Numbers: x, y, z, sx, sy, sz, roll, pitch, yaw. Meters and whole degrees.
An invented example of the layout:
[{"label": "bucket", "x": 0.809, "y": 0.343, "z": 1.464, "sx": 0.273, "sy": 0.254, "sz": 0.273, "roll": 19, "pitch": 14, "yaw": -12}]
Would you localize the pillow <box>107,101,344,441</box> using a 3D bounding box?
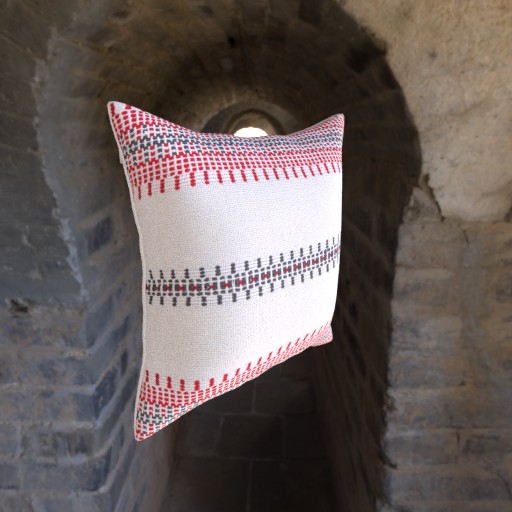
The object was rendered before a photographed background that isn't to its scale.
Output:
[{"label": "pillow", "x": 0.000, "y": 0.000, "z": 0.717, "sx": 0.463, "sy": 0.454, "sz": 0.160, "roll": -14, "pitch": 21, "yaw": -43}]
